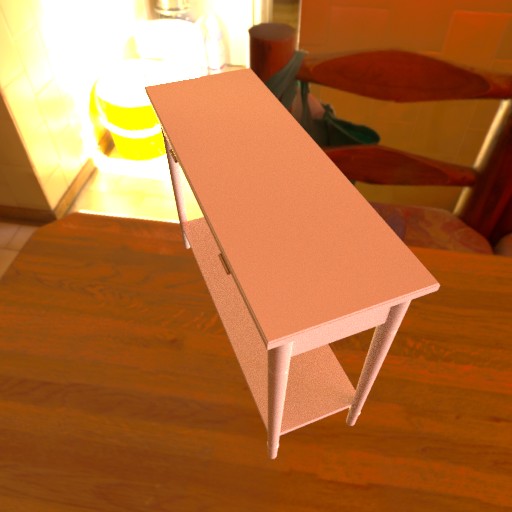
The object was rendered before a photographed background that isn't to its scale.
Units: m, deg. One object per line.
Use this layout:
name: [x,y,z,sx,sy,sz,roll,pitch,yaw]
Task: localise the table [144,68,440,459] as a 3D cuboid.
table: [0.000,0.000,1.461,0.381,0.749,1.067,-16,49,-15]
